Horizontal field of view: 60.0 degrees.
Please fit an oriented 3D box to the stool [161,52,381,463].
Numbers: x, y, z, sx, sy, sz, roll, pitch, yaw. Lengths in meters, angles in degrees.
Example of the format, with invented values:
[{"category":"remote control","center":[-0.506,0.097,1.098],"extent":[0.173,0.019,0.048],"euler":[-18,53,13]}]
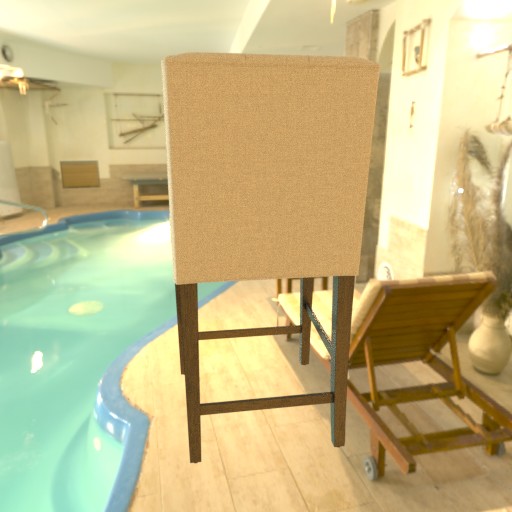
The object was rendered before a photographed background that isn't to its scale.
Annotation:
[{"category":"stool","center":[0.000,0.000,1.210],"extent":[0.474,0.939,0.509],"euler":[-2,15,-9]}]
